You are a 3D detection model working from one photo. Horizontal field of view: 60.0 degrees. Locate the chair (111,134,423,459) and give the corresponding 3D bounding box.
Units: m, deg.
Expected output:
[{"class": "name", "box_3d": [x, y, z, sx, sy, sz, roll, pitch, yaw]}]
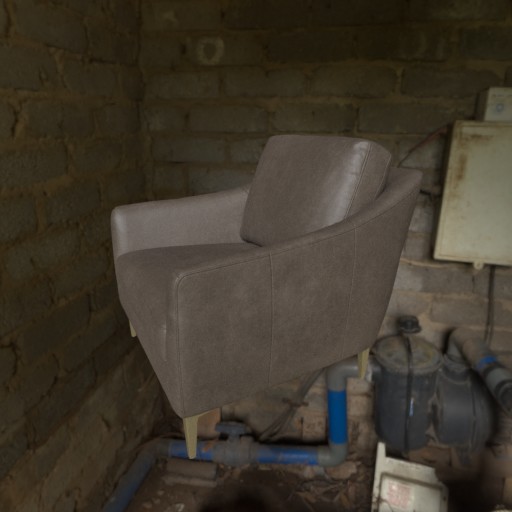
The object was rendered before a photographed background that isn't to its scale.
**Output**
[{"class": "chair", "box_3d": [0.000, 0.000, 1.727, 0.961, 0.901, 0.988, -8, 19, -25]}]
